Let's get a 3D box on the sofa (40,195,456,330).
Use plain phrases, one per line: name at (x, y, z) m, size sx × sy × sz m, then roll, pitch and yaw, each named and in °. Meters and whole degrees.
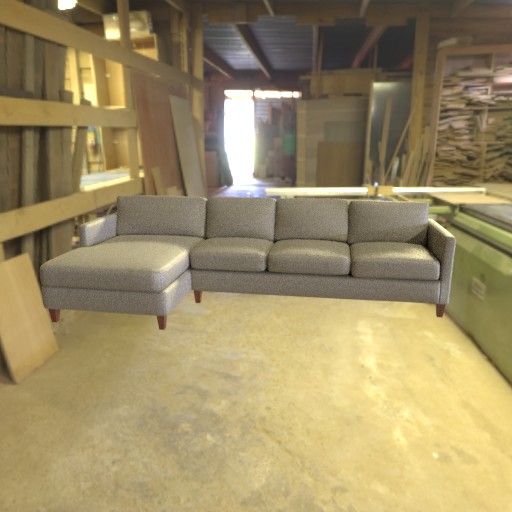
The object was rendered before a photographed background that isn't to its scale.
sofa at (0.000, 0.000, 3.823) m, size 3.201 × 0.876 × 1.502 m, roll 2°, pitch 15°, yaw 9°
